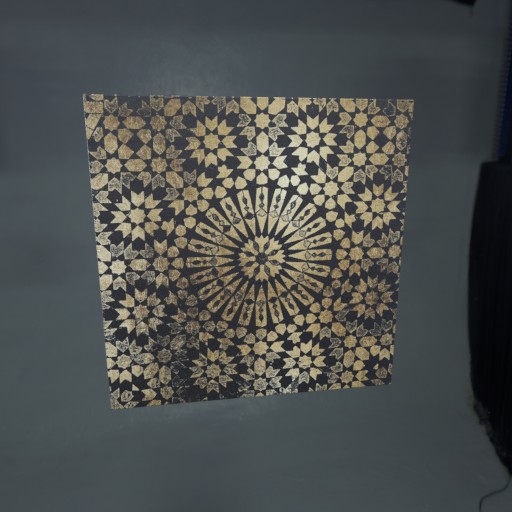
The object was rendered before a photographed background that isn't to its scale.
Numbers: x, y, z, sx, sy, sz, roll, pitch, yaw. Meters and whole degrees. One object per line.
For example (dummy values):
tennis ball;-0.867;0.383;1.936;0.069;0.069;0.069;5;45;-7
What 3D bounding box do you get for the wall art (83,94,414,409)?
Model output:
wall art;0.000;0.000;0.602;0.405;0.405;0.038;-2;14;-9
